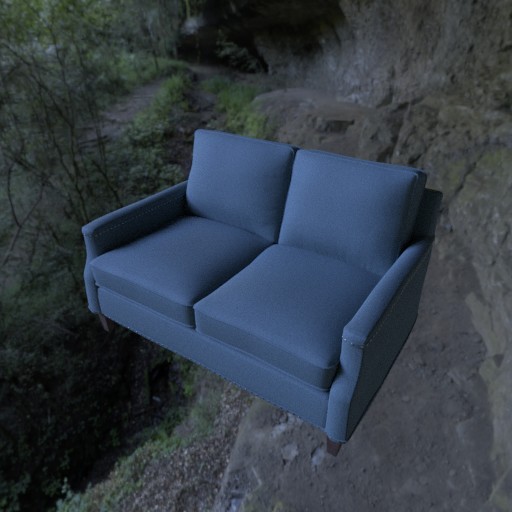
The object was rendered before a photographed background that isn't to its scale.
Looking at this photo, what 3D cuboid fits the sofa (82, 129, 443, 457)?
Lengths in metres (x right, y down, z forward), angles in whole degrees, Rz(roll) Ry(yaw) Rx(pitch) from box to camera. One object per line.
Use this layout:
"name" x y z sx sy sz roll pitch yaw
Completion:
"sofa" 0.000 0.000 2.331 1.597 1.003 1.084 19 35 29
